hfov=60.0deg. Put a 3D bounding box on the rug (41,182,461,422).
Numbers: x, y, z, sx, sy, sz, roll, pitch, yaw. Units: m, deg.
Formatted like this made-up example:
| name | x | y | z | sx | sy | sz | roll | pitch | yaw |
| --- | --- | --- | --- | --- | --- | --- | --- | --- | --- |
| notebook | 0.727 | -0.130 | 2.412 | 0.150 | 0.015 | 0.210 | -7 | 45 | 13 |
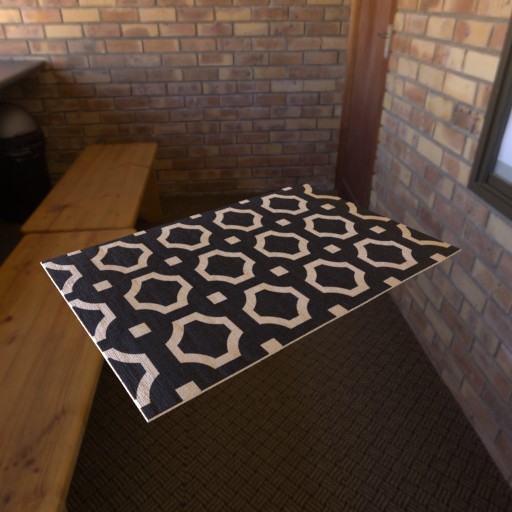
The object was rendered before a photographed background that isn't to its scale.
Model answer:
| name | x | y | z | sx | sy | sz | roll | pitch | yaw |
| --- | --- | --- | --- | --- | --- | --- | --- | --- | --- |
| rug | 0.000 | 0.000 | 2.906 | 2.286 | 0.016 | 1.555 | -21 | 37 | -32 |
